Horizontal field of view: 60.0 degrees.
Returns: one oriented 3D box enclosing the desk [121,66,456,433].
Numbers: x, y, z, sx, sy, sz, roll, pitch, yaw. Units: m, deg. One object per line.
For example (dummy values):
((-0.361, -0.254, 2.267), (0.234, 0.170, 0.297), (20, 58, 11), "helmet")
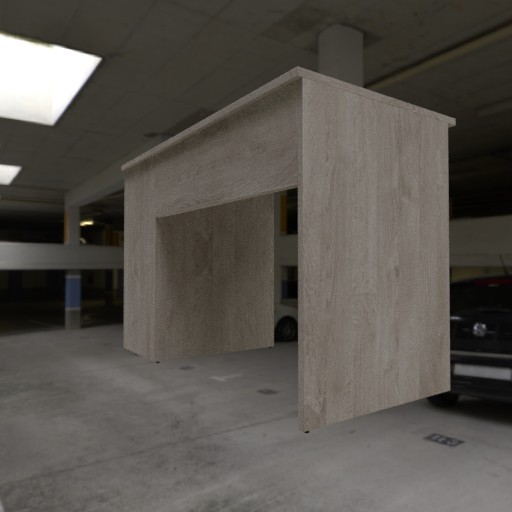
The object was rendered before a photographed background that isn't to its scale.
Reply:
((0.000, 0.000, 1.489), (0.560, 0.735, 1.097), (1, -1, -35), "desk")
